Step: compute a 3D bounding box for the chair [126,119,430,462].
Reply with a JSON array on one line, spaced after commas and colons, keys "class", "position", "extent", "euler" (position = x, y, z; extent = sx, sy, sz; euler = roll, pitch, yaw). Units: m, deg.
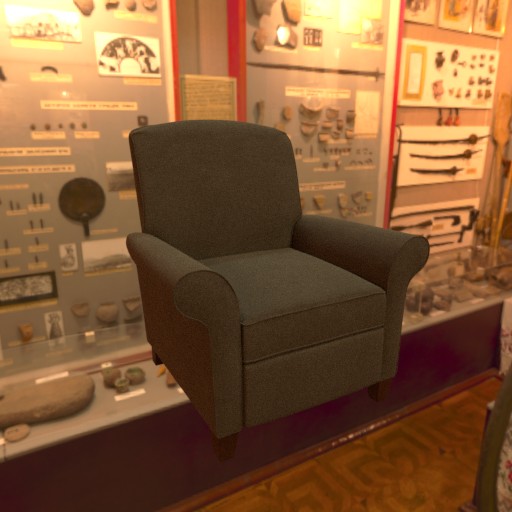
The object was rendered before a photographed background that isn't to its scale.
[{"class": "chair", "position": [0.000, 0.000, 1.770], "extent": [0.978, 1.061, 0.905], "euler": [-8, 18, -28]}]
